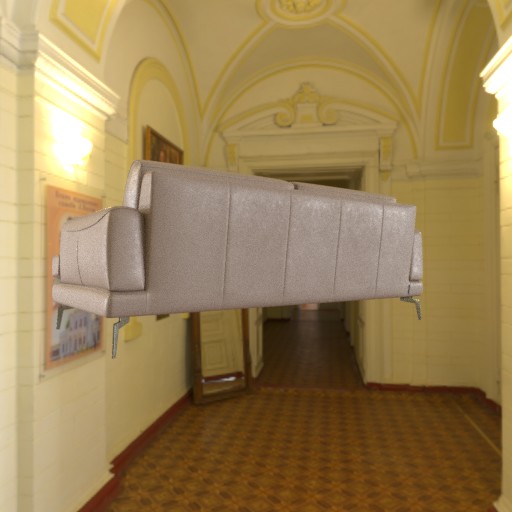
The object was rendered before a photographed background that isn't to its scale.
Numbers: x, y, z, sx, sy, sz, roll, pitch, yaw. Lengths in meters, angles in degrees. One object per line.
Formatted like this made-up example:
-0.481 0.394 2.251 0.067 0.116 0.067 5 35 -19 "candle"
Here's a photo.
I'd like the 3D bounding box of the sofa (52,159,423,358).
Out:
0.000 0.000 2.476 1.940 0.765 0.974 1 -1 -36 "sofa"
